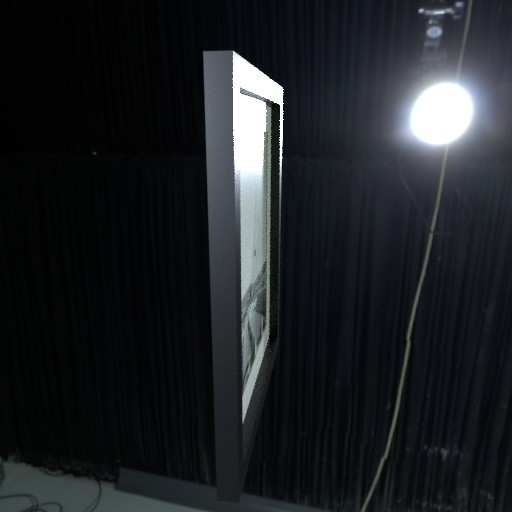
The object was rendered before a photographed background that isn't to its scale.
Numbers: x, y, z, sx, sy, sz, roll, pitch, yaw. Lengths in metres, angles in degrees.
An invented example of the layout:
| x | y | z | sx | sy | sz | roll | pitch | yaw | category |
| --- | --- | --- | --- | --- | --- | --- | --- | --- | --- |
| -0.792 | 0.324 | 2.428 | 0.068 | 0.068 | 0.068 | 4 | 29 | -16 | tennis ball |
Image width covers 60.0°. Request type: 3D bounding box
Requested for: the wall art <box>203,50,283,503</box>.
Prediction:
| x | y | z | sx | sy | sz | roll | pitch | yaw | category |
| --- | --- | --- | --- | --- | --- | --- | --- | --- | --- |
| 0.000 | 0.000 | 0.738 | 0.031 | 0.558 | 0.461 | 3 | 17 | 9 | wall art |
